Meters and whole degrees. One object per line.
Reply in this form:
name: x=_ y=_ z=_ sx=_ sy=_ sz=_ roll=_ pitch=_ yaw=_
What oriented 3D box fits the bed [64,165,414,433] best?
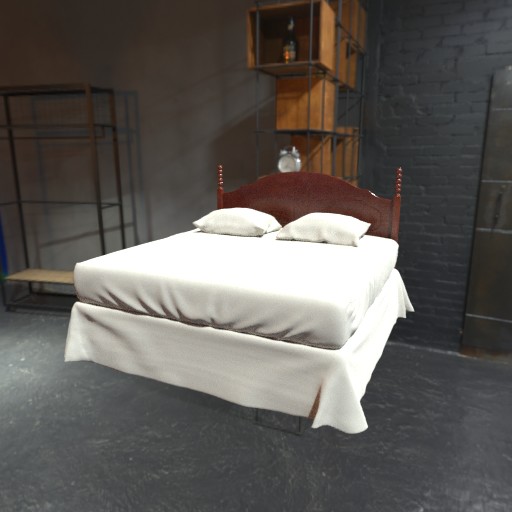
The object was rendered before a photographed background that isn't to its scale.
bed: x=0.000 y=0.000 z=3.599 sx=2.322 sy=1.355 sz=2.219 roll=6 pitch=15 yaw=25
